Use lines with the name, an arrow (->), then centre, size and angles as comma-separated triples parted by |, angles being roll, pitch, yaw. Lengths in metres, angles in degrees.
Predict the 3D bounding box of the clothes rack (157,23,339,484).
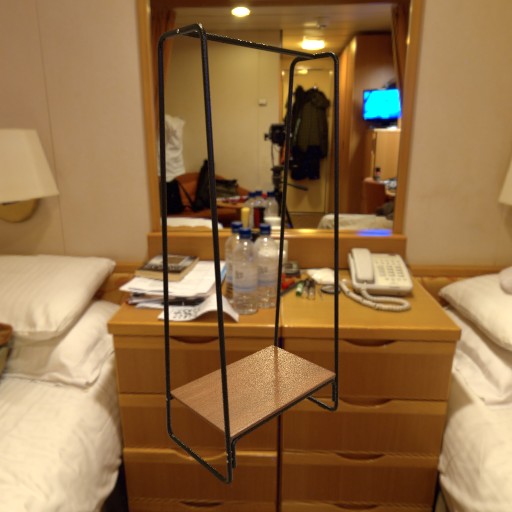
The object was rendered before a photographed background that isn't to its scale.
clothes rack -> 0.000, 0.000, 1.702 | 0.640, 1.500, 0.400 | -14, 21, -42
